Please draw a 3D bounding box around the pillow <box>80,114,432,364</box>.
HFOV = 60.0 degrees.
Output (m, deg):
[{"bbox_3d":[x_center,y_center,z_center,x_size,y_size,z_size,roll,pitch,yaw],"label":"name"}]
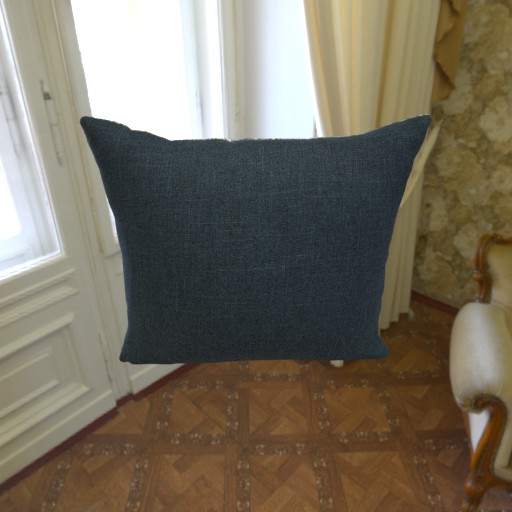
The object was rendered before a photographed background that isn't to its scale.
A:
[{"bbox_3d":[0.000,0.000,0.785,0.546,0.487,0.180,-1,29,-2],"label":"pillow"}]
